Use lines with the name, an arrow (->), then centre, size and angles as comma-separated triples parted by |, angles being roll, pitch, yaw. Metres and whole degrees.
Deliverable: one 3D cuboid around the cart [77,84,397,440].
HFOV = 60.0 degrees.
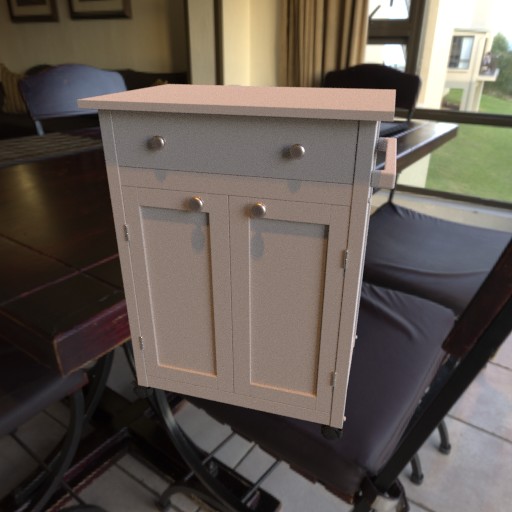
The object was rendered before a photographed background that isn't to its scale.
cart -> 0.000, 0.000, 1.255 | 0.683, 0.864, 0.442 | 7, 26, 15
